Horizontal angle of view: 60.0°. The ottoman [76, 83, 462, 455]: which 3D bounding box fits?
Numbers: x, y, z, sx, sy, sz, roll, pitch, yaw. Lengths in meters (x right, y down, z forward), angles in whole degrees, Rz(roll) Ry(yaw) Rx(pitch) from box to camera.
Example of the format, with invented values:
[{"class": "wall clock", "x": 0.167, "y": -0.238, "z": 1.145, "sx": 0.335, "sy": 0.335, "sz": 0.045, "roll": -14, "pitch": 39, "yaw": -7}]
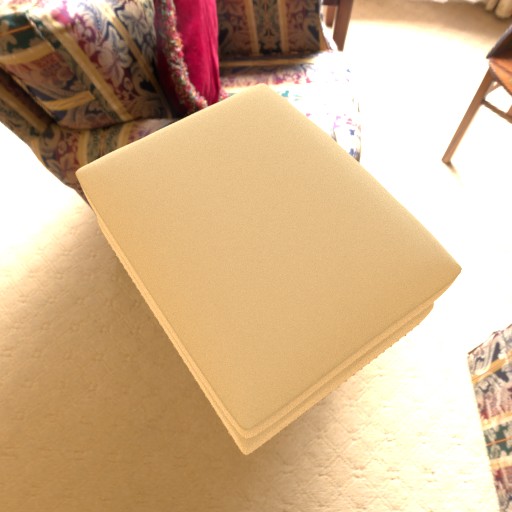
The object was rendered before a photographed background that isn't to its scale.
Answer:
[{"class": "ottoman", "x": 0.000, "y": 0.000, "z": 1.152, "sx": 0.584, "sy": 0.513, "sz": 0.741, "roll": -31, "pitch": 64, "yaw": -17}]
